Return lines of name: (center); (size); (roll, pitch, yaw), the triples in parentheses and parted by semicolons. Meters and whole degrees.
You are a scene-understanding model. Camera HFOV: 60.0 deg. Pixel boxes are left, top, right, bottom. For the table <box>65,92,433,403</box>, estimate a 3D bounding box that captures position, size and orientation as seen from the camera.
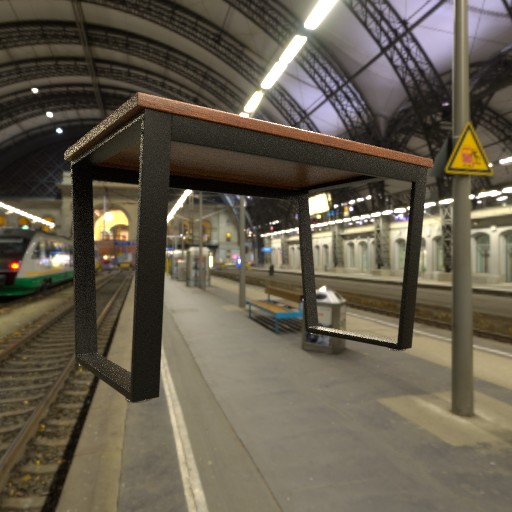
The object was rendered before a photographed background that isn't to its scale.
table: (0.000, 0.000, 1.677); (1.205, 0.760, 0.714); (0, -1, -36)
